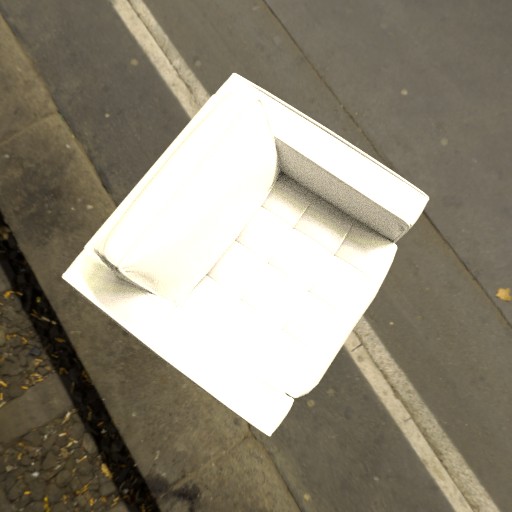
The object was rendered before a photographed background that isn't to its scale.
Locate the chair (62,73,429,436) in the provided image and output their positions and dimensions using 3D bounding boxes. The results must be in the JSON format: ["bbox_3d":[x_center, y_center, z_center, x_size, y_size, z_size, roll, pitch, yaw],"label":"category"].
[{"bbox_3d":[0.000,0.000,1.551,0.843,0.773,0.928,35,79,8],"label":"chair"}]
